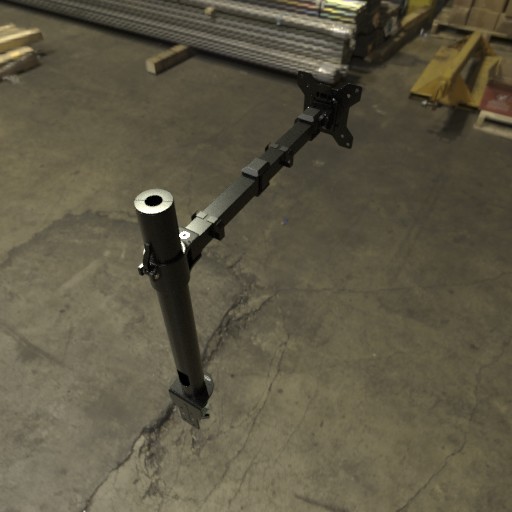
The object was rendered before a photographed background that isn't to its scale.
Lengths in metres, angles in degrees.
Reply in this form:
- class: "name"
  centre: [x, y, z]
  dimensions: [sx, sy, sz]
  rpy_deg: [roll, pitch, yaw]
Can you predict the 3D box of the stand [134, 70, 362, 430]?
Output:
- class: "stand"
  centre: [0.000, 0.000, 0.740]
  dimensions: [0.115, 0.510, 0.456]
  rpy_deg: [24, 51, 21]
